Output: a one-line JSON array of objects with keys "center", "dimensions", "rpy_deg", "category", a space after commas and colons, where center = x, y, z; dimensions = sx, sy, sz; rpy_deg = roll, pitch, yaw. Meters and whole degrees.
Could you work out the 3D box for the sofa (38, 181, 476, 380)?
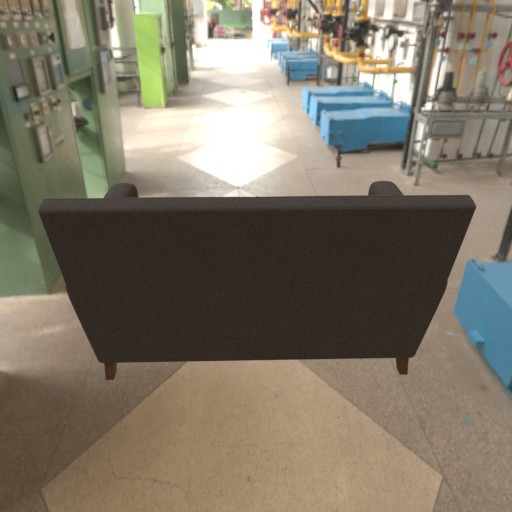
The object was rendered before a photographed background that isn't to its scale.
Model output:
[{"center": [0.000, 0.000, 1.928], "dimensions": [1.420, 0.846, 0.871], "rpy_deg": [-1, 29, -1], "category": "sofa"}]
